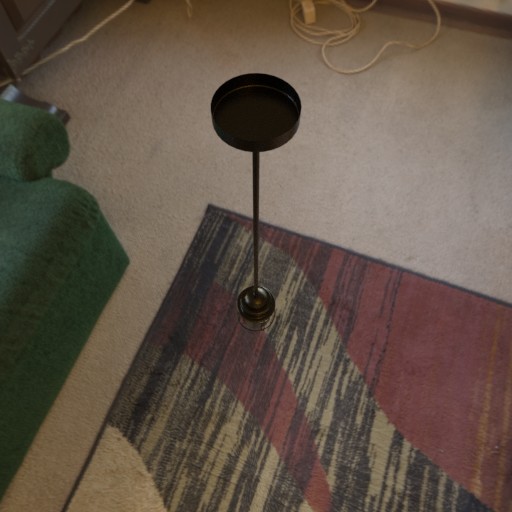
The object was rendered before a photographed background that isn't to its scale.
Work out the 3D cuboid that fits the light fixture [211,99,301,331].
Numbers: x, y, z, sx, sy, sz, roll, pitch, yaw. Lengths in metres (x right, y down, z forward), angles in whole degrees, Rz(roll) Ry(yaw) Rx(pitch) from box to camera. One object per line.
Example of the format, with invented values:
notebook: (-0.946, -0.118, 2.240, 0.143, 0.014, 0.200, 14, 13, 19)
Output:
light fixture: (0.000, 0.000, 1.012, 0.123, 0.920, 0.123, 2, 64, 1)
